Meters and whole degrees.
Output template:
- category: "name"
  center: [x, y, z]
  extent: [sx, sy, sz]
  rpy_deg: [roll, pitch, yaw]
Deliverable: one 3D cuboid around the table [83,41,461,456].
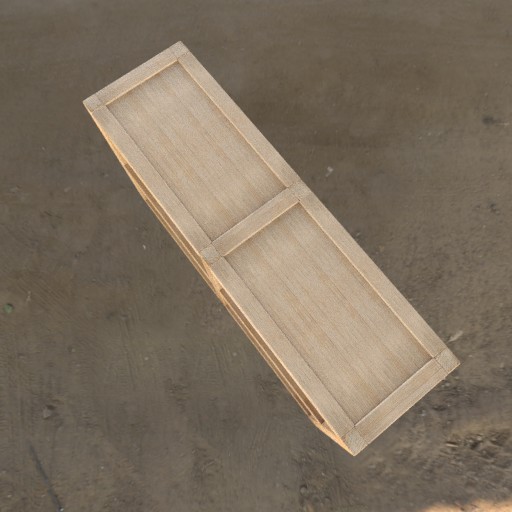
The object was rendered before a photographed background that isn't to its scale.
- category: "table"
  center: [0.000, 0.000, 1.660]
  extent: [0.381, 0.762, 1.320]
  rpy_deg: [-37, 78, -9]
